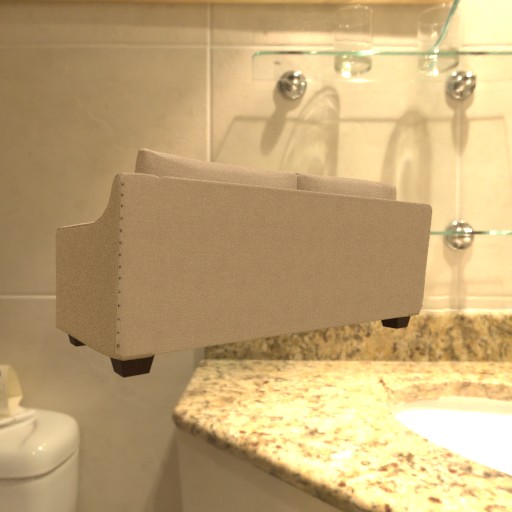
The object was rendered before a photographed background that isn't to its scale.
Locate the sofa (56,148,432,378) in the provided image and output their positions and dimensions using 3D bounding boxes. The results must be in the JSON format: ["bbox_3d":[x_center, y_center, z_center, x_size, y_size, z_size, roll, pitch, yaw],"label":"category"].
[{"bbox_3d":[0.000,0.000,2.752,2.107,0.983,1.104,-1,1,-37],"label":"sofa"}]
